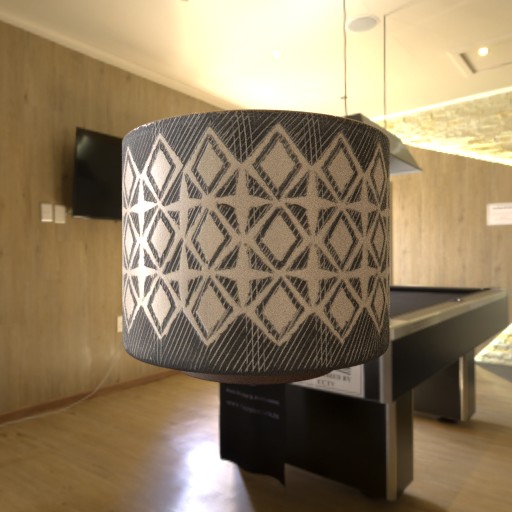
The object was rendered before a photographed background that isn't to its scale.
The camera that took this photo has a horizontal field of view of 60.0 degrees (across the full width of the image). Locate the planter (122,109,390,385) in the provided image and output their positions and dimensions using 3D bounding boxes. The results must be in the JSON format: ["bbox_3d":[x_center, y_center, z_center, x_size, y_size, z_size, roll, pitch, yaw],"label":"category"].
[{"bbox_3d":[0.000,0.000,0.219,0.126,0.104,0.126,0,0,0],"label":"planter"}]
